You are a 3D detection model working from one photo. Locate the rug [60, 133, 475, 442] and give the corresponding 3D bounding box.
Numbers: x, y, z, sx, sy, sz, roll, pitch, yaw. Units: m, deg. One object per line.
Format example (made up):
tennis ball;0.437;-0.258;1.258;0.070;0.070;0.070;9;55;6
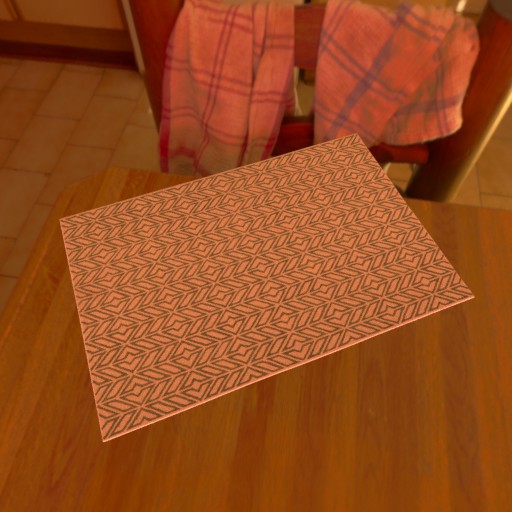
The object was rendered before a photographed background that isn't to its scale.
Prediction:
rug;0.000;0.000;2.298;1.828;0.007;1.220;-18;60;-11
